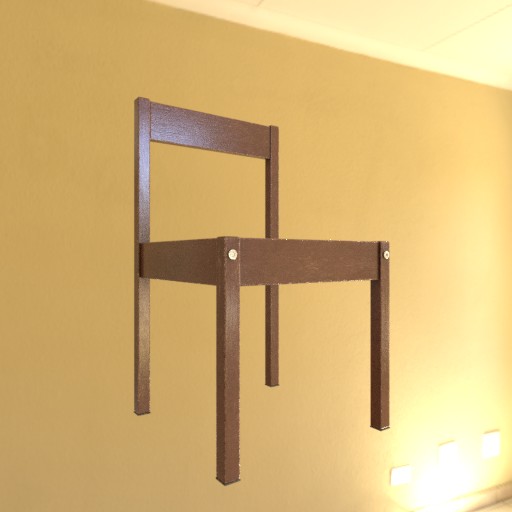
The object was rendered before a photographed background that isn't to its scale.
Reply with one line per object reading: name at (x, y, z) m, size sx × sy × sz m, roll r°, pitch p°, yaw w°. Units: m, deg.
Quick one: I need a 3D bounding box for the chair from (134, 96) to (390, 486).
chair at (0.000, 0.000, 0.683) m, size 0.285 × 0.505 × 0.285 m, roll 0°, pitch 0°, yaw -35°
